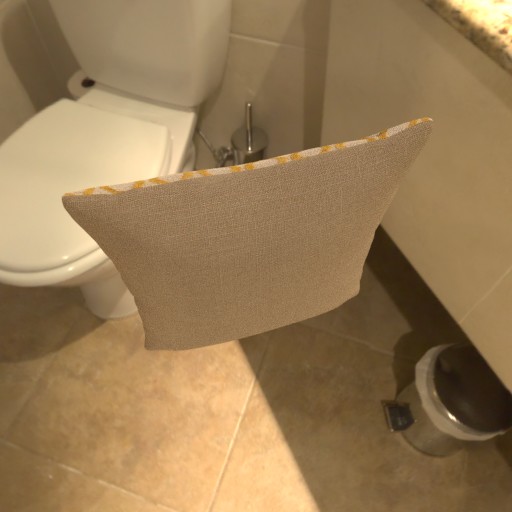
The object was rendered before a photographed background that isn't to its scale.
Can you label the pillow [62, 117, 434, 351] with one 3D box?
[{"bbox_3d":[0.000,0.000,0.670,0.429,0.436,0.159,-15,59,-9],"label":"pillow"}]
